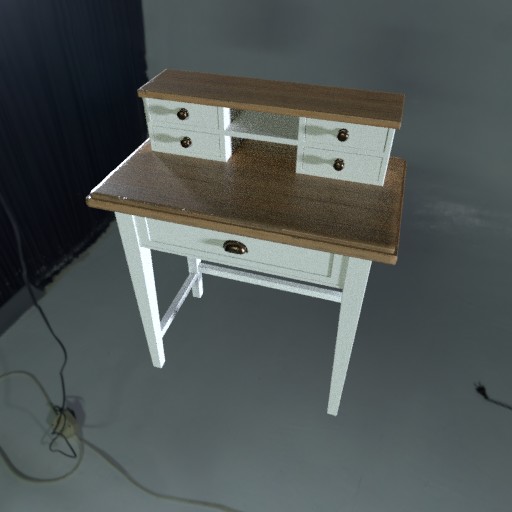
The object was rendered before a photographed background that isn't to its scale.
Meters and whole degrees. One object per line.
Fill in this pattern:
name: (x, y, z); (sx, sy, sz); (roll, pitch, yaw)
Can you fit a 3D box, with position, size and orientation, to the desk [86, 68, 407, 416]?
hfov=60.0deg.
desk: (0.000, 0.000, 1.452); (0.814, 0.981, 0.462); (11, 42, 13)
